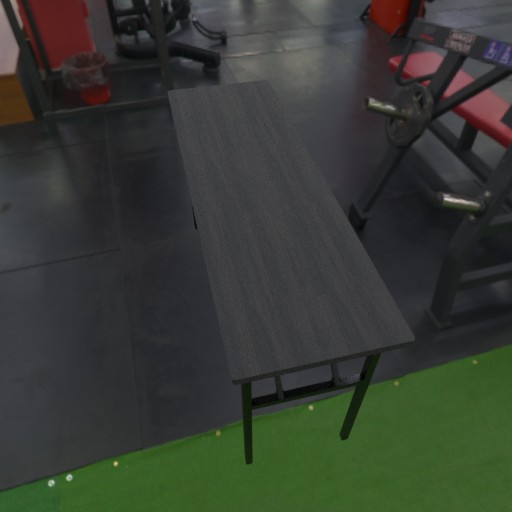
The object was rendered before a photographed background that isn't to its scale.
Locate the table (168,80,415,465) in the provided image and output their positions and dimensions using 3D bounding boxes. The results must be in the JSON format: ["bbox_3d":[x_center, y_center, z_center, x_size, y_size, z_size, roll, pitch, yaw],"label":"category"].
[{"bbox_3d":[0.000,0.000,1.757,0.449,0.750,1.399,-10,48,-9],"label":"table"}]
